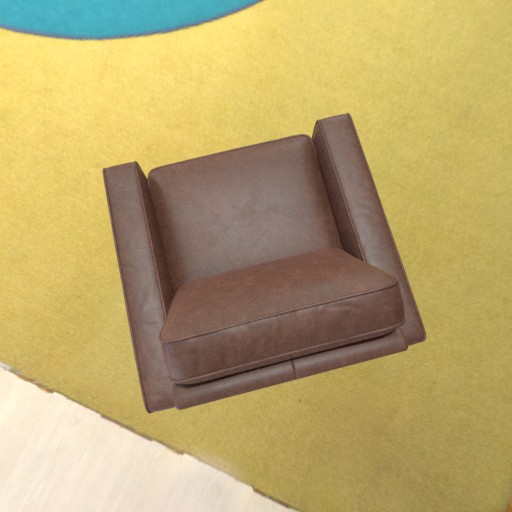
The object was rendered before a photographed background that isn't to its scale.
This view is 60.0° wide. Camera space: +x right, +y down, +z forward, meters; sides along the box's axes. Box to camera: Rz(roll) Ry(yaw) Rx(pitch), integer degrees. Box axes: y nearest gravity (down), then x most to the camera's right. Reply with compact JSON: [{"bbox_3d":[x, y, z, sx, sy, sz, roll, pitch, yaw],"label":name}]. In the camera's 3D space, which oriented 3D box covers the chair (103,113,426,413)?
[{"bbox_3d":[0.000,0.000,1.710,1.017,0.919,0.940,-14,76,-4],"label":"chair"}]
